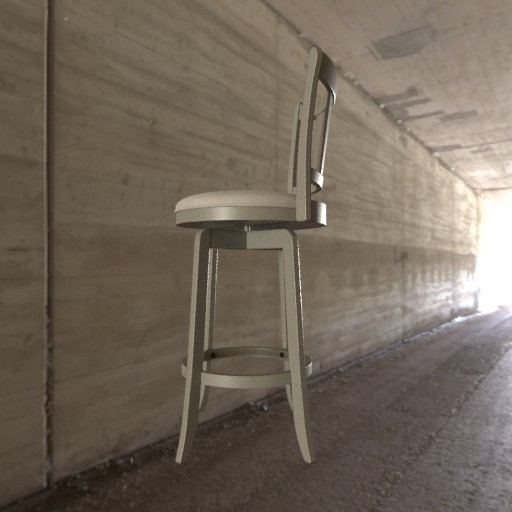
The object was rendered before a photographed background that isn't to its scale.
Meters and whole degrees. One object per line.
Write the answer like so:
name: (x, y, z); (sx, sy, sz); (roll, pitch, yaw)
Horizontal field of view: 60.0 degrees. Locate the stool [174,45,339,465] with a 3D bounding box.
stool: (0.000, 0.000, 1.306); (0.475, 1.042, 0.436); (0, 0, 0)
